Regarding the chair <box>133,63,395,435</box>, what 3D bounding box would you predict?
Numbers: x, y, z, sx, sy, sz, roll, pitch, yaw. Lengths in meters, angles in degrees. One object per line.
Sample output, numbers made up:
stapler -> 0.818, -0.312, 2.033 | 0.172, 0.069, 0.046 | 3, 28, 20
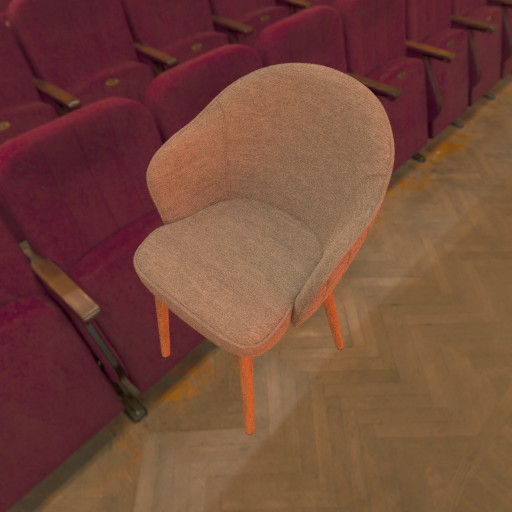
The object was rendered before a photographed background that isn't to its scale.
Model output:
chair -> 0.000, 0.000, 1.139 | 0.540, 0.800, 0.530 | 33, 54, 28
